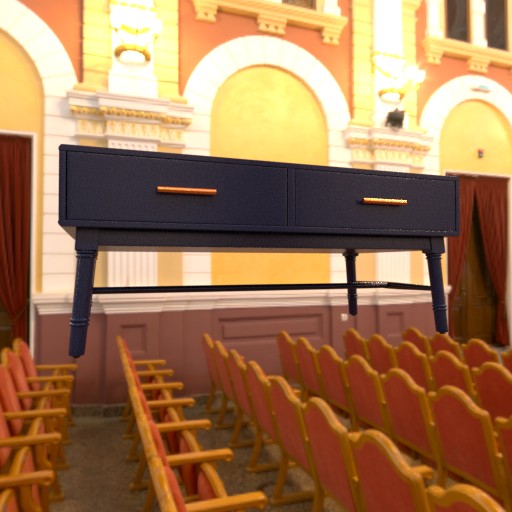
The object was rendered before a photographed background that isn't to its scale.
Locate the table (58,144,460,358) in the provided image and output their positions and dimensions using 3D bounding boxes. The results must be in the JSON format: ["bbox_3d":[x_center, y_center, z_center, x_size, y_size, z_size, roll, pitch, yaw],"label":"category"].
[{"bbox_3d":[0.000,0.000,1.353,1.067,0.457,0.572,0,-1,-20],"label":"table"}]
